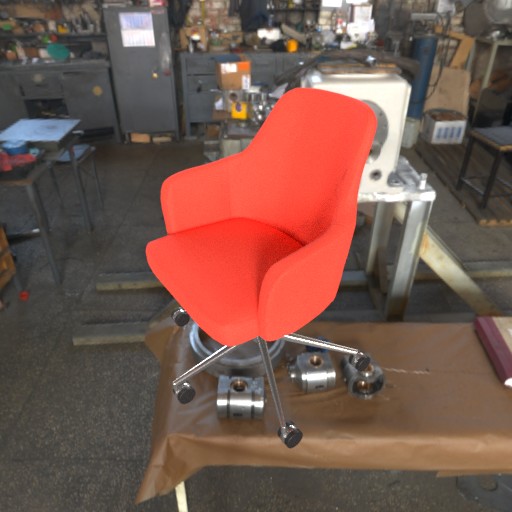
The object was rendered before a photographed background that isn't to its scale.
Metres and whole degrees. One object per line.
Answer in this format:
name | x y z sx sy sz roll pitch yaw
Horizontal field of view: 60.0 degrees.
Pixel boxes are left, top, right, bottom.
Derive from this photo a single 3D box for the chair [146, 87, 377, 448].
chair | 0.000 0.000 1.257 0.600 0.820 0.655 -20 38 -28
